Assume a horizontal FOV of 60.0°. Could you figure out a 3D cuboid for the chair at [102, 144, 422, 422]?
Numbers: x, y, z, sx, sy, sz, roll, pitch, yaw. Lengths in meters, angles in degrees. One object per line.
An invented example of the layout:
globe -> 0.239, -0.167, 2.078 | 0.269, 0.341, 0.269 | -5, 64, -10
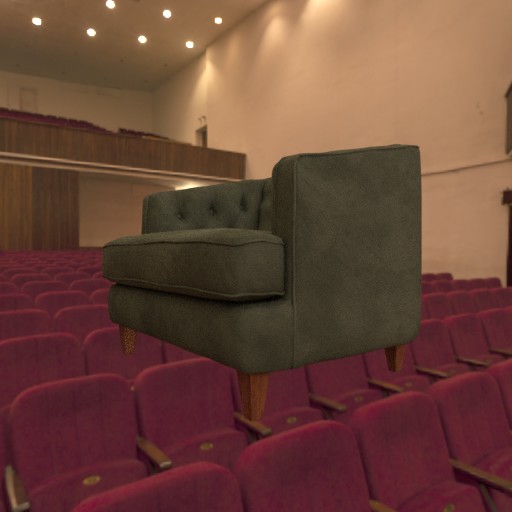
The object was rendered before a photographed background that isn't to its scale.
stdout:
chair -> 0.000, 0.000, 1.762 | 0.941, 0.852, 1.104 | 0, 0, -36
